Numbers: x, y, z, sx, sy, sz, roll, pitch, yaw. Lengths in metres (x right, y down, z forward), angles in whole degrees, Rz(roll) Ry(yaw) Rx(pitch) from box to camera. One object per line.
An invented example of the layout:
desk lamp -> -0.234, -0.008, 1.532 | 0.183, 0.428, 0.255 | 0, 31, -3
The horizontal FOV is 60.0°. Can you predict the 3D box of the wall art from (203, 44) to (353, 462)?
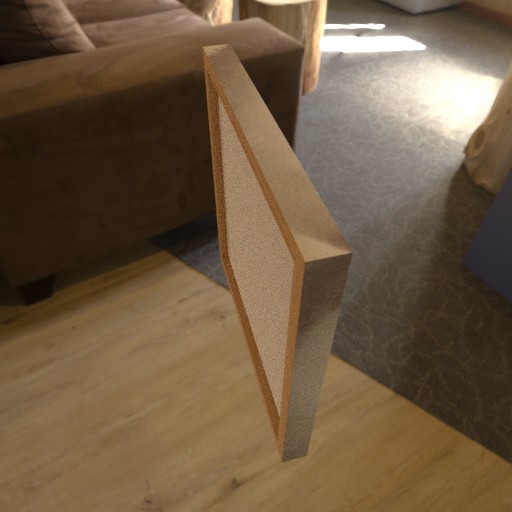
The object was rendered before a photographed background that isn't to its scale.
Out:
wall art -> 0.000, 0.000, 0.451 | 0.028, 0.303, 0.303 | -11, 47, -10
